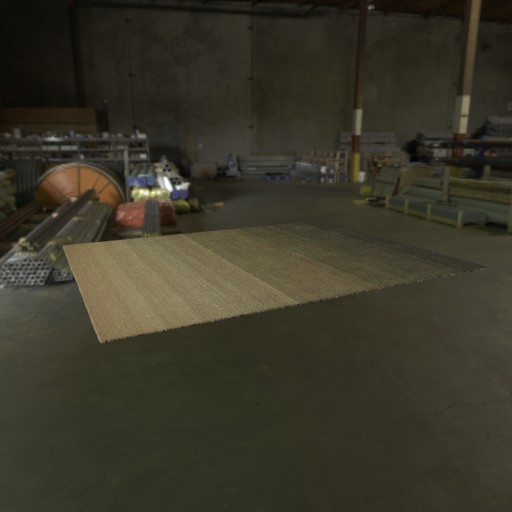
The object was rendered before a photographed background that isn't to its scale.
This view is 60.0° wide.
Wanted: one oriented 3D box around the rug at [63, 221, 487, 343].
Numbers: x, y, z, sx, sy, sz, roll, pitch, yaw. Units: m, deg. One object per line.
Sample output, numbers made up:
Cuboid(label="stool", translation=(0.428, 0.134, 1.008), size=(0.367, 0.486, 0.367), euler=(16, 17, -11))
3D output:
Cuboid(label="rug", translation=(0.000, 0.000, 3.843), size=(2.932, 0.015, 2.315), euler=(-7, 16, -26))
